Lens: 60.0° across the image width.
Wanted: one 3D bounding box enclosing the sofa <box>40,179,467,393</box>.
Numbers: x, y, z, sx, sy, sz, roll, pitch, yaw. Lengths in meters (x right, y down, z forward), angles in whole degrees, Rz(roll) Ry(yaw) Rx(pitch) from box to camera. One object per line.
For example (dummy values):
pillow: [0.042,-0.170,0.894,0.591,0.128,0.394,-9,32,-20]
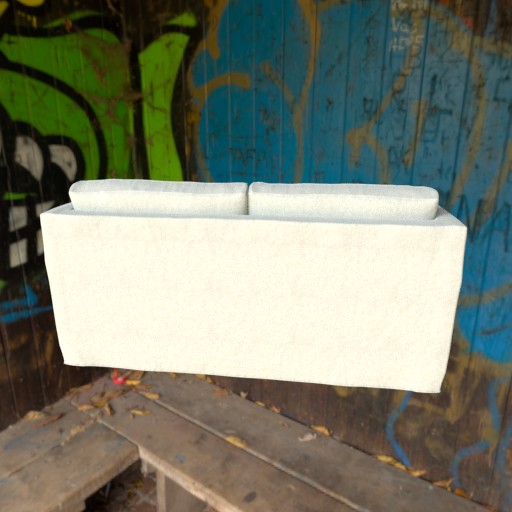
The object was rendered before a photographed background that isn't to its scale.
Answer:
sofa: [0.000,0.000,2.243,1.727,0.830,0.944,2,18,7]
